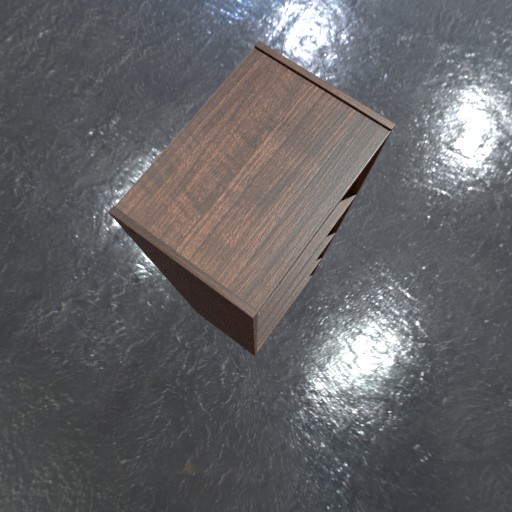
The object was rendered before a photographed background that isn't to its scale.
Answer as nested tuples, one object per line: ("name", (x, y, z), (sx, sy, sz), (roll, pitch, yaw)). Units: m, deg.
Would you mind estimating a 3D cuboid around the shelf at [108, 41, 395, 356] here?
("shelf", (0.000, 0.000, 1.263), (0.290, 1.099, 0.415), (35, 77, 9))
